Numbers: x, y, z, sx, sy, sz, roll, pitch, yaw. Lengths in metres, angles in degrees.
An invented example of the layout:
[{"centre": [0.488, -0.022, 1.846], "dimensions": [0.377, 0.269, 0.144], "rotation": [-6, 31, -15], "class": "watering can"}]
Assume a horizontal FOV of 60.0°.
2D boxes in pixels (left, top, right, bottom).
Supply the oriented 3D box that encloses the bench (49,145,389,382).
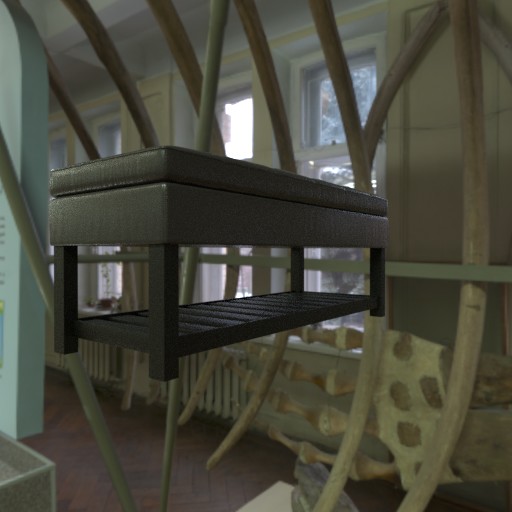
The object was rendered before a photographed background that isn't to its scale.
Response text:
[{"centre": [0.000, 0.000, 1.374], "dimensions": [0.432, 0.460, 1.105], "rotation": [0, 1, 38], "class": "bench"}]
